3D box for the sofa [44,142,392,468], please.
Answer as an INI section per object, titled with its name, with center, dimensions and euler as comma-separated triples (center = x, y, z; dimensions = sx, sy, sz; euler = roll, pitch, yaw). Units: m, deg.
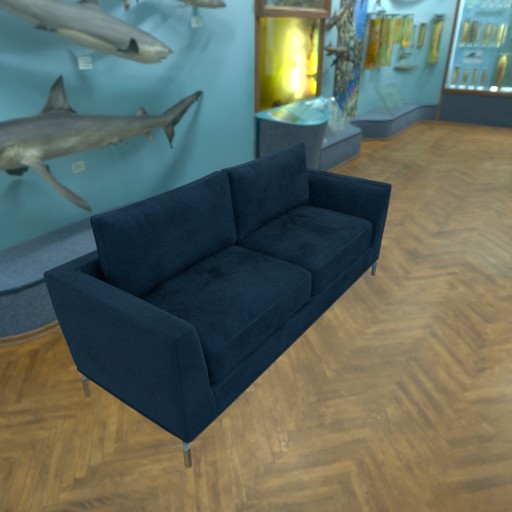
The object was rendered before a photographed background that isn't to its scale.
[sofa]
center = 0.000, 0.000, 2.723
dimensions = 0.853, 0.998, 2.212
euler = 18, 33, 31
